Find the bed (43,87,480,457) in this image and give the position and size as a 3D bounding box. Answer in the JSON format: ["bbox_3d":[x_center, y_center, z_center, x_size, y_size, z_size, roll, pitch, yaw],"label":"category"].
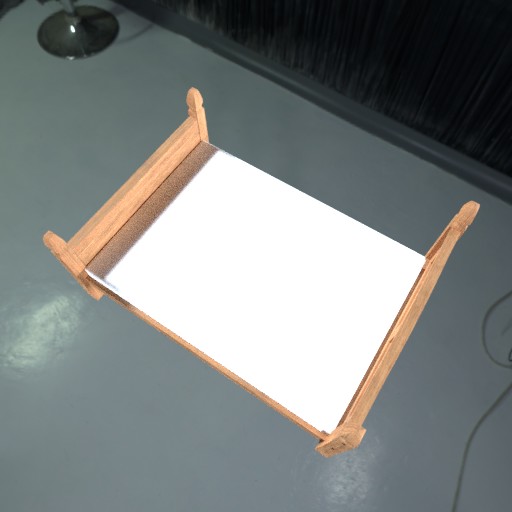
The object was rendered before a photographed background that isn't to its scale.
[{"bbox_3d":[0.000,0.000,2.920,2.069,1.100,1.490,30,67,14],"label":"bed"}]
